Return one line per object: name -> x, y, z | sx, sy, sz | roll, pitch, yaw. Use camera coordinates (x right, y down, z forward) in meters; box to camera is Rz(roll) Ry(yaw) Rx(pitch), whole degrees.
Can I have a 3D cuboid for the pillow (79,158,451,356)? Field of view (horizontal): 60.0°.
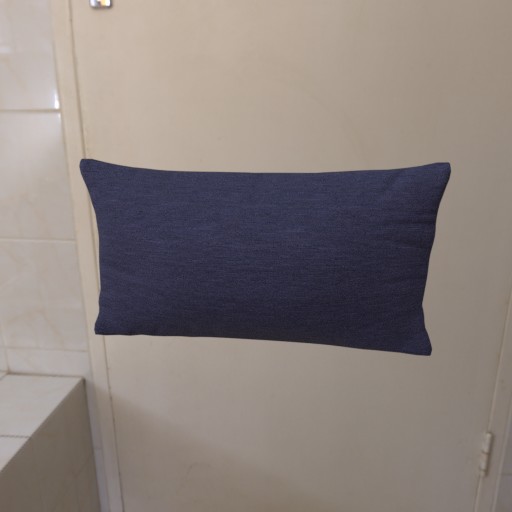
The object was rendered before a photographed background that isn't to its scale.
pillow -> 0.000, 0.000, 0.796 | 0.633, 0.338, 0.210 | 2, 16, 7
